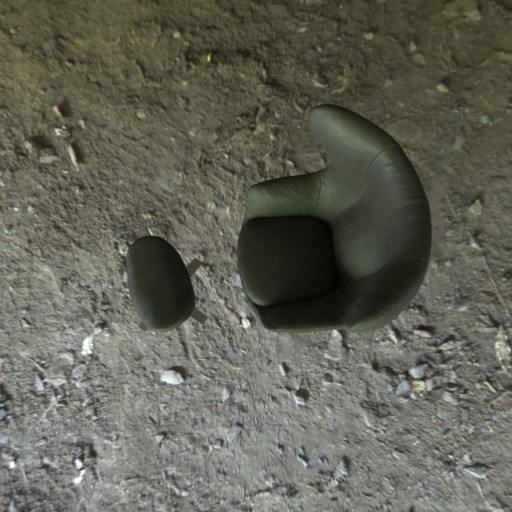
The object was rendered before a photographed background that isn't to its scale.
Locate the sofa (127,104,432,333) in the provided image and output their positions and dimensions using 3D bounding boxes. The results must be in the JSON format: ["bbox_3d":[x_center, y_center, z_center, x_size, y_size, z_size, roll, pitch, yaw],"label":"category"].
[{"bbox_3d":[0.000,0.000,2.127,1.444,1.135,0.894,-7,76,-2],"label":"sofa"}]
